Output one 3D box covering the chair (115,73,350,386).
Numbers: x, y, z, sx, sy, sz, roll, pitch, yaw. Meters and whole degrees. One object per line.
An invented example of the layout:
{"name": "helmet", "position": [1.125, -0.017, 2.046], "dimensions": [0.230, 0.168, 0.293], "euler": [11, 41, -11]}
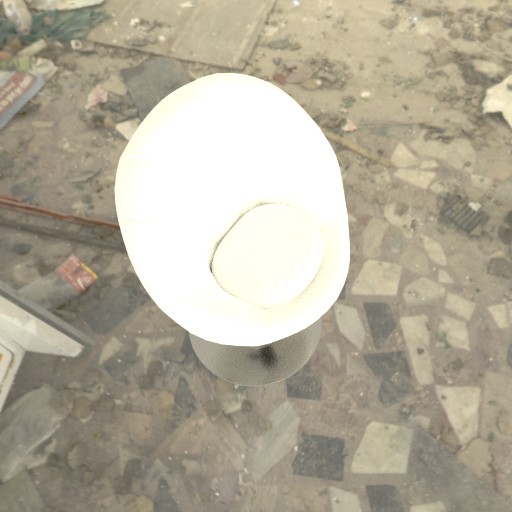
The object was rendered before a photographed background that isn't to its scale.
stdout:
{"name": "chair", "position": [0.000, 0.000, 1.801], "dimensions": [0.736, 1.261, 0.940], "euler": [30, 63, 17]}
